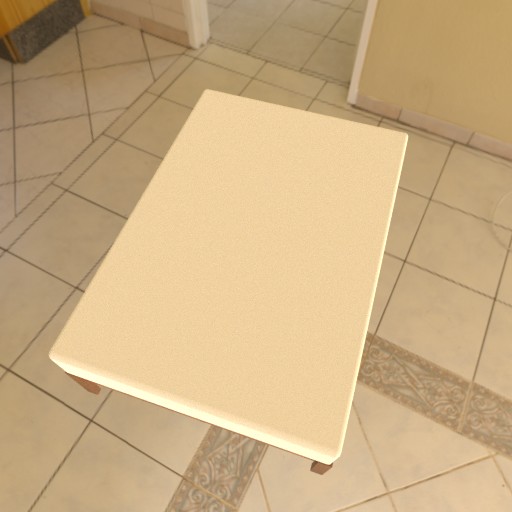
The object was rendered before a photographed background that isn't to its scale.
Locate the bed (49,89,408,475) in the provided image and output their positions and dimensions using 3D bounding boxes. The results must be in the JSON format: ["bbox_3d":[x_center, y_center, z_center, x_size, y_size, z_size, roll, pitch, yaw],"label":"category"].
[{"bbox_3d":[0.000,0.000,2.592,1.348,0.616,1.927,16,60,9],"label":"bed"}]
